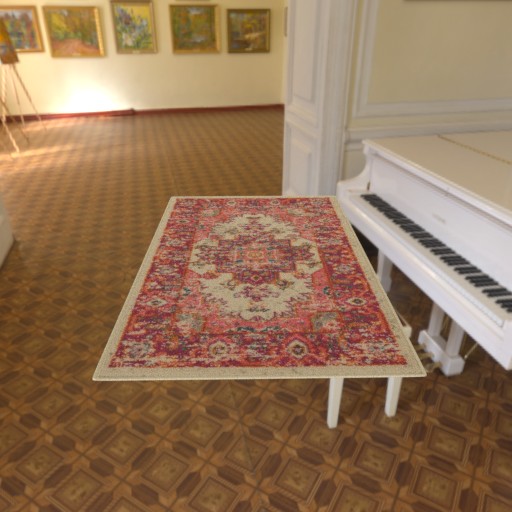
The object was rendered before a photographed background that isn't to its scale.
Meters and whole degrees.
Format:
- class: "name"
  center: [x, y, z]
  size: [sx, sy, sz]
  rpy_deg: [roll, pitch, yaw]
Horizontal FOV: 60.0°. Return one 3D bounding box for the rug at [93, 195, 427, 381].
- class: "rug"
  center: [0.000, 0.000, 1.115]
  size: [0.556, 0.004, 0.868]
  rpy_deg: [0, 28, -1]
